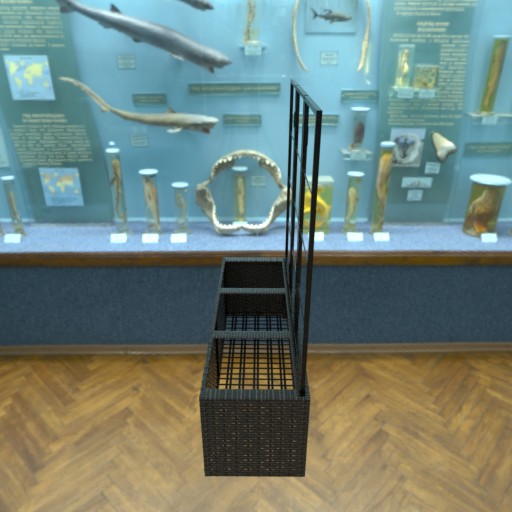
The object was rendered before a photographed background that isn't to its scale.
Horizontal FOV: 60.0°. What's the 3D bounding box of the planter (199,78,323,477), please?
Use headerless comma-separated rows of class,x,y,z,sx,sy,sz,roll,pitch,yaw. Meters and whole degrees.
planter,0.000,0.000,1.192,0.244,0.841,0.699,0,26,0
